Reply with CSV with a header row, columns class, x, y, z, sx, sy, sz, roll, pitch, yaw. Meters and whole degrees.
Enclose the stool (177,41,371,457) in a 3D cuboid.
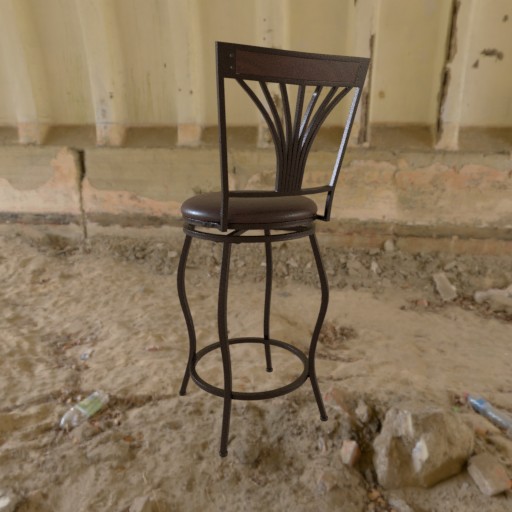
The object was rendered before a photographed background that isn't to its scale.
class,x,y,z,sx,sy,sz,roll,pitch,yaw
stool,0.000,0.000,1.386,0.433,1.117,0.514,-8,16,-27
